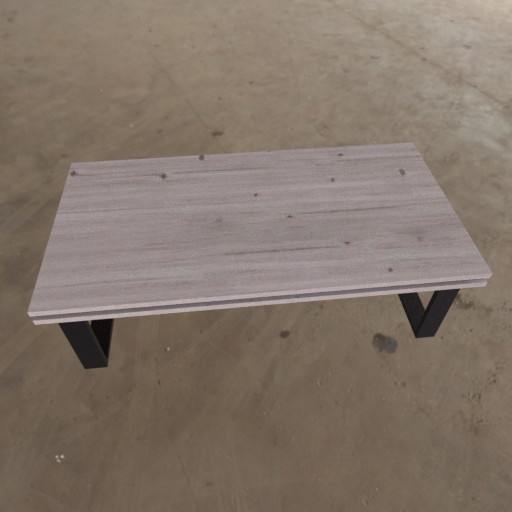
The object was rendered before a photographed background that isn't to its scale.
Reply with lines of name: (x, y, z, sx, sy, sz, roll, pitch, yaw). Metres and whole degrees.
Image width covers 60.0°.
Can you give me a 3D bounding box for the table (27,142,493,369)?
table: (0.000, 0.000, 1.679, 1.350, 0.450, 0.700, -4, 48, -4)
